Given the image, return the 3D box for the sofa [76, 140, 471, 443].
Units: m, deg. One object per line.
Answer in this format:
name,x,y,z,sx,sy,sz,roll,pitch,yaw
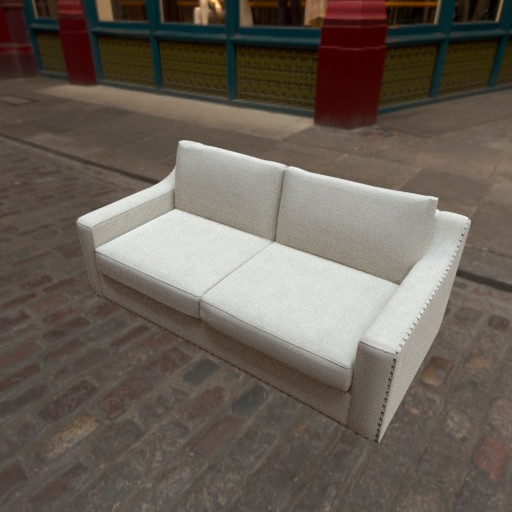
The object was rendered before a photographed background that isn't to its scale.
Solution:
sofa,0.000,0.000,2.718,2.107,0.983,1.104,20,36,30
